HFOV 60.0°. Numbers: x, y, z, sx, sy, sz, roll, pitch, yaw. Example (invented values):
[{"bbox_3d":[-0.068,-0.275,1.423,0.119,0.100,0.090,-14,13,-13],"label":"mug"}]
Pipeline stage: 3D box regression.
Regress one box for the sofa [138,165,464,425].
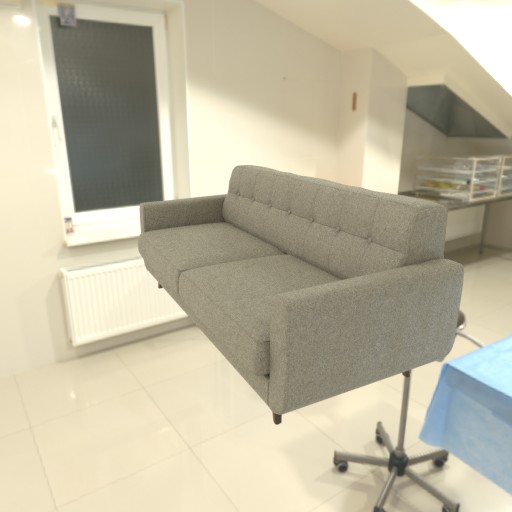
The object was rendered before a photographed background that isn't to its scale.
[{"bbox_3d":[0.000,0.000,2.600,0.968,0.873,2.055,-9,20,-26],"label":"sofa"}]
